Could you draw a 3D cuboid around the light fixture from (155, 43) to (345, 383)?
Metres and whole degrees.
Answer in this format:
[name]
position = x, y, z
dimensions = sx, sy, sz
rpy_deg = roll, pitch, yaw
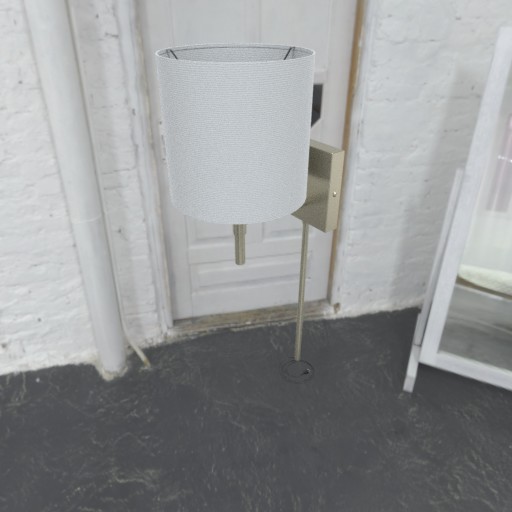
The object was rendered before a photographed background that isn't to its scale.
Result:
[light fixture]
position = 0.000, 0.000, 0.694
dimensions = 0.248, 0.589, 0.188
rpy_deg = -21, 37, -31
